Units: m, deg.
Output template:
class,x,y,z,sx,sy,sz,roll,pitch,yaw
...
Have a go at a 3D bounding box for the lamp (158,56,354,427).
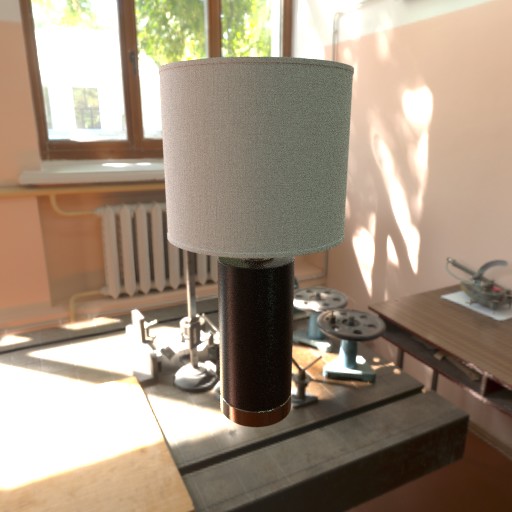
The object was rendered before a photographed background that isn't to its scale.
class,x,y,z,sx,sy,sz,roll,pitch,yaw
lamp,0.000,0.000,0.622,0.241,0.482,0.240,2,16,8
